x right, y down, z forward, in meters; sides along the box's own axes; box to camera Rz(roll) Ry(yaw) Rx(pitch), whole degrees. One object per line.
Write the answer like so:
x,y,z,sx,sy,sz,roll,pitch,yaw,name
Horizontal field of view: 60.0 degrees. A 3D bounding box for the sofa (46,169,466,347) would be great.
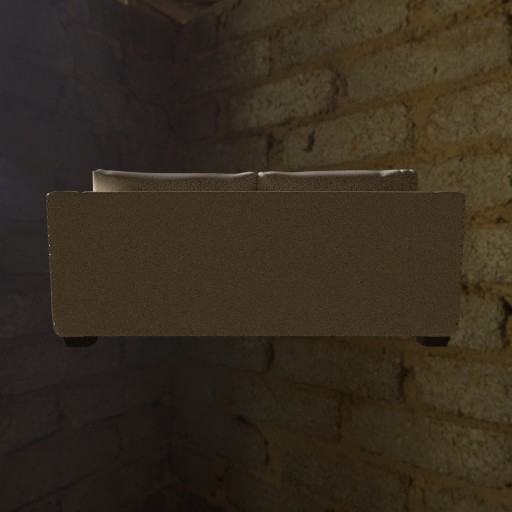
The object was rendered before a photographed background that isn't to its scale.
0.000,0.000,2.380,1.812,0.830,0.949,0,0,0,sofa
